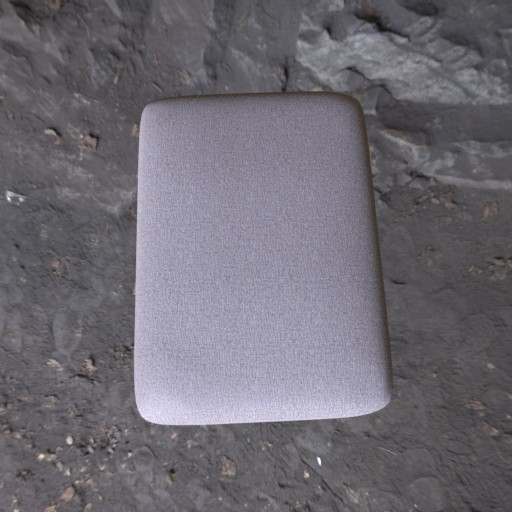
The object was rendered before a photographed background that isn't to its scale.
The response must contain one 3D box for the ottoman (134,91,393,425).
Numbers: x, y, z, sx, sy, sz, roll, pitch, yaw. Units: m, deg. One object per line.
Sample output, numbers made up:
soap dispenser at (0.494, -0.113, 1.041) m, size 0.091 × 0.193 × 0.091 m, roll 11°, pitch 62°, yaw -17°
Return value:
ottoman at (0.000, 0.000, 1.123) m, size 0.568 × 0.420 × 0.772 m, roll -2°, pitch 77°, yaw -1°
